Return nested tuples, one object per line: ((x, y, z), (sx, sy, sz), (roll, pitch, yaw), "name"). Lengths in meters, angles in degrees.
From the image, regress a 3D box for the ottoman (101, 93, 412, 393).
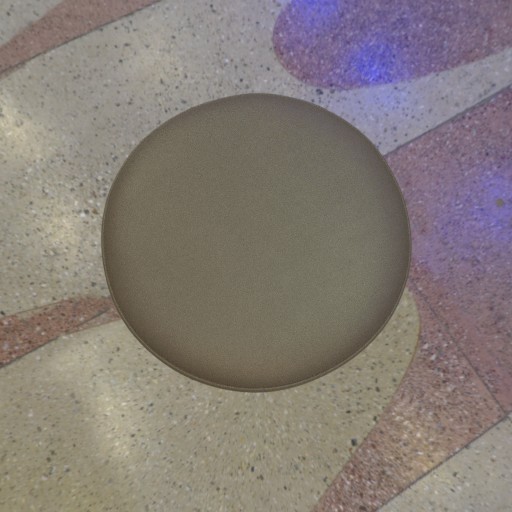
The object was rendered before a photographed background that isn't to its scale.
((0.000, 0.000, 0.868), (0.500, 0.409, 0.500), (0, 75, 0), "ottoman")
